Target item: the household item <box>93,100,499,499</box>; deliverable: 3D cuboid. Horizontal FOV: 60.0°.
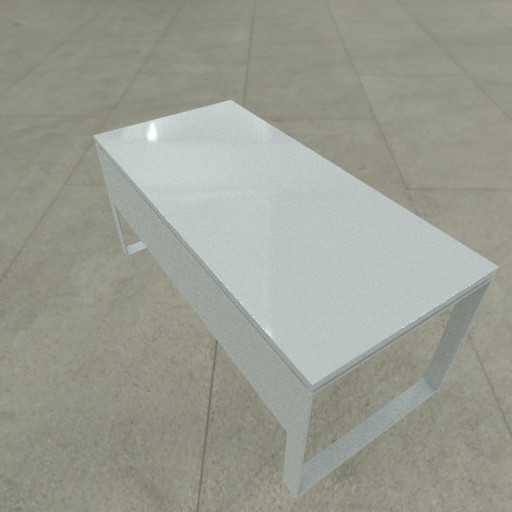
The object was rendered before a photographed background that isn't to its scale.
[{"bbox_3d":[0.000,0.000,2.077,0.800,0.745,1.700,-24,46,-25],"label":"household item"}]
